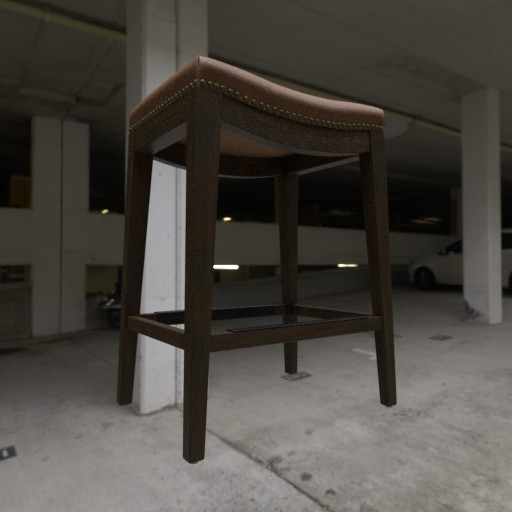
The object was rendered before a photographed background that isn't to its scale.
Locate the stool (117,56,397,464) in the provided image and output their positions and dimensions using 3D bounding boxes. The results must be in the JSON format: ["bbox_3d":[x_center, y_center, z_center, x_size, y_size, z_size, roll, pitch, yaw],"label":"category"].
[{"bbox_3d":[0.000,0.000,0.978,0.500,0.660,0.361,1,-1,-35],"label":"stool"}]
